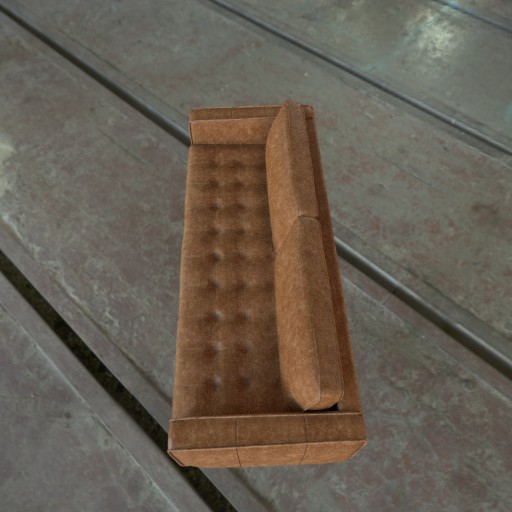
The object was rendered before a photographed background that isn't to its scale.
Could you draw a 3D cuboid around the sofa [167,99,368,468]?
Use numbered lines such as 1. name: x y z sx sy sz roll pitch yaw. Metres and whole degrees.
1. sofa: 0.000 0.000 2.600 0.886 0.779 2.199 -2 57 -1
